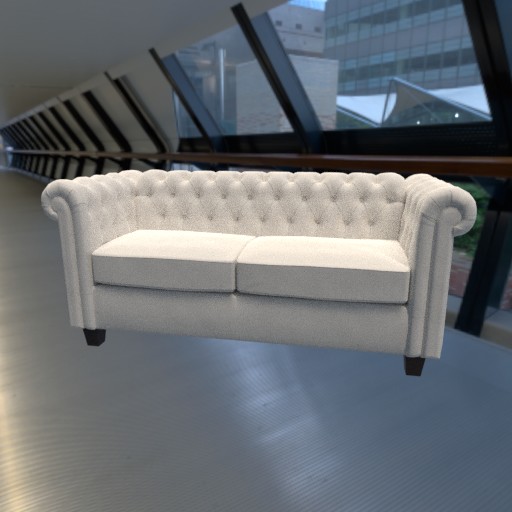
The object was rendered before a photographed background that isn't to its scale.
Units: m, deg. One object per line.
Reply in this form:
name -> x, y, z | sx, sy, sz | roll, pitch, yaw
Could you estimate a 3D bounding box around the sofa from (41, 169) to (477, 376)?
sofa -> 0.000, 0.000, 2.206 | 1.798, 0.796, 0.771 | 3, 15, 11
